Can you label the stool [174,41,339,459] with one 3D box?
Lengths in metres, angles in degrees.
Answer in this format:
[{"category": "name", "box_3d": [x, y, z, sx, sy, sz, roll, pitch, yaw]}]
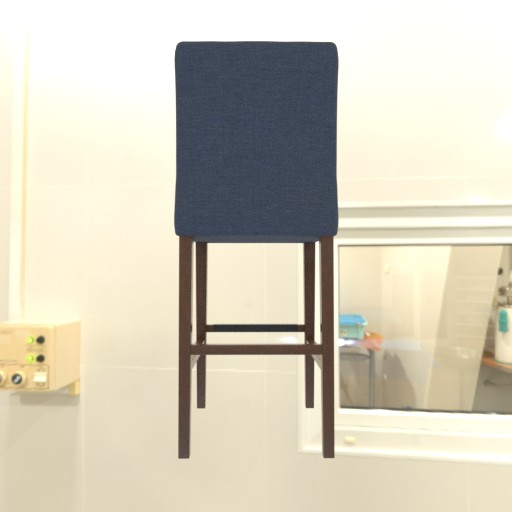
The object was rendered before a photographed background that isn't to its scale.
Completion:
[{"category": "stool", "box_3d": [0.000, 0.000, 1.366, 0.470, 1.078, 0.577, 0, -1, 0]}]
